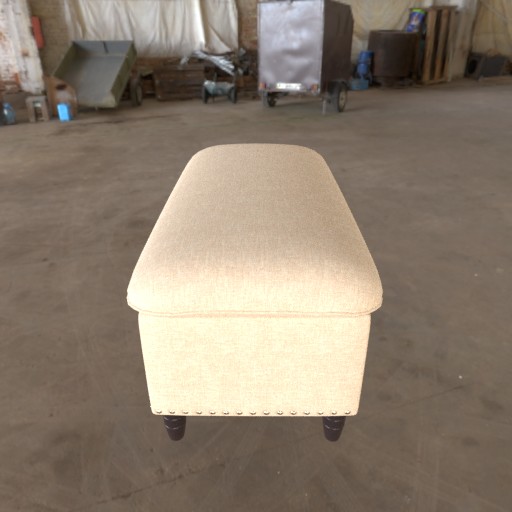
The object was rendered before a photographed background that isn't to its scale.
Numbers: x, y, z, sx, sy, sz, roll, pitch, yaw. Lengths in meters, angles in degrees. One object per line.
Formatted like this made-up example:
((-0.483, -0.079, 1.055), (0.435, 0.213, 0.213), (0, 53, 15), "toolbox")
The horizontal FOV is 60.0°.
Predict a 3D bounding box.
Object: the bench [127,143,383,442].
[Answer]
((0.000, 0.000, 1.276), (0.483, 0.483, 0.991), (0, 28, 0), "bench")
